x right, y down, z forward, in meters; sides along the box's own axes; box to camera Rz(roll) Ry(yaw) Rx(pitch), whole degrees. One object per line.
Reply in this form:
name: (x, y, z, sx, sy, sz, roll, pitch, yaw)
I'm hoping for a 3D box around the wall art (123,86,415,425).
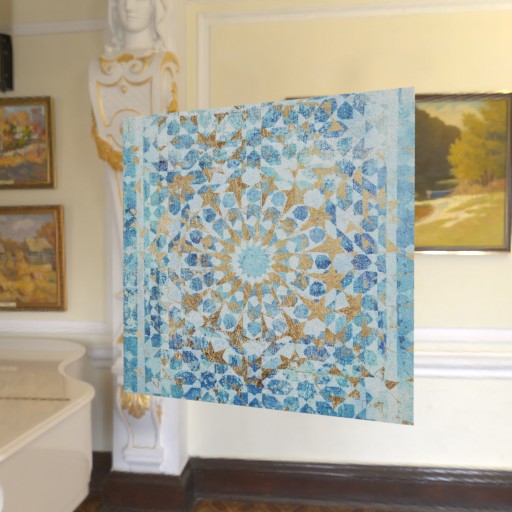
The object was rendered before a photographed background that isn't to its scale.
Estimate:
wall art: (0.000, 0.000, 0.907, 0.609, 0.609, 0.040, 0, 1, 18)
